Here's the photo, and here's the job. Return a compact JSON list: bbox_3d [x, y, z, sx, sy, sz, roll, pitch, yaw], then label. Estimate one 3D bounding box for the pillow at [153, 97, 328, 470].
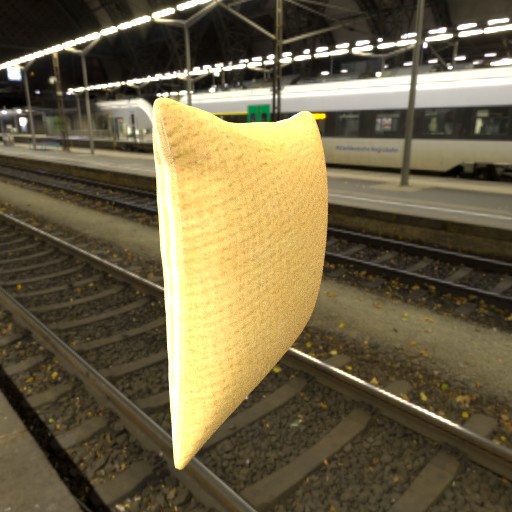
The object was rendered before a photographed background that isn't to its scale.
[{"bbox_3d":[0.000,0.000,0.636,0.173,0.407,0.419,8,18,24],"label":"pillow"}]
